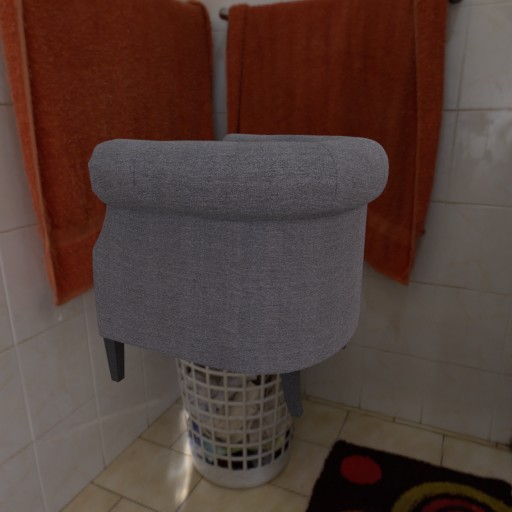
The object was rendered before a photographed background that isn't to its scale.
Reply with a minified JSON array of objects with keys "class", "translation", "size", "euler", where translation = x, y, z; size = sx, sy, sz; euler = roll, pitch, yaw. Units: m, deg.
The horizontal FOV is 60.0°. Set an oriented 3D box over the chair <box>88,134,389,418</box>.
[{"class":"chair","translation":[0.000,0.000,1.582],"size":[0.852,0.827,0.905],"euler":[8,19,26]}]
